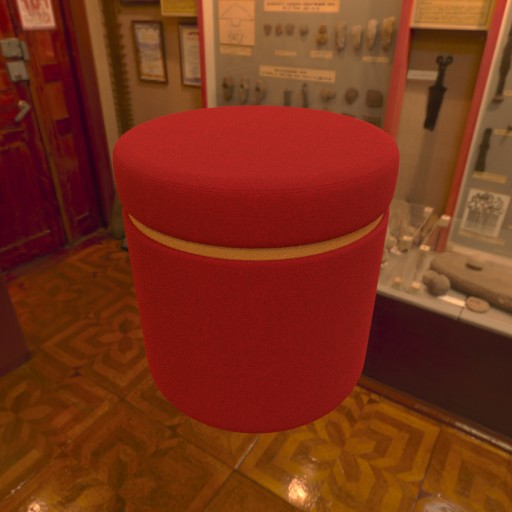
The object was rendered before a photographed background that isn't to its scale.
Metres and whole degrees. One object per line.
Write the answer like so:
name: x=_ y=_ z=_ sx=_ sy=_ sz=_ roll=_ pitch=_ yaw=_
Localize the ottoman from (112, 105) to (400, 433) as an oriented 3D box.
ottoman: x=0.000 y=0.000 z=0.731 sx=0.400 sy=0.406 sz=0.400 roll=0 pitch=31 yaw=0
